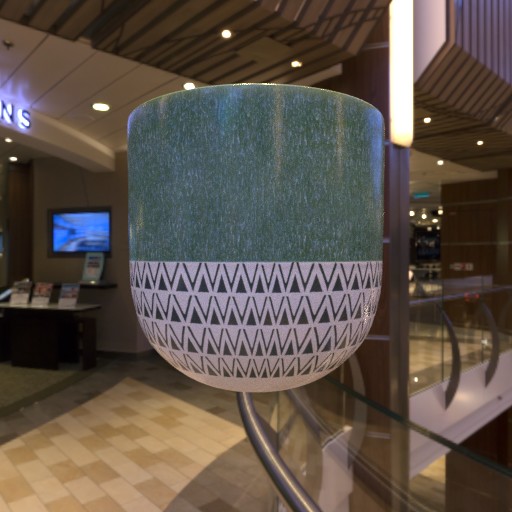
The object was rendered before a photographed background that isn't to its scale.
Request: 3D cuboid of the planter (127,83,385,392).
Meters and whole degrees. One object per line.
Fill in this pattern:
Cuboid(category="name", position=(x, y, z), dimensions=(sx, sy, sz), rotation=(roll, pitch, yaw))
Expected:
Cuboid(category="planter", position=(0.000, 0.000, 0.477), dimensions=(0.266, 0.270, 0.266), rotation=(0, 0, 0))
